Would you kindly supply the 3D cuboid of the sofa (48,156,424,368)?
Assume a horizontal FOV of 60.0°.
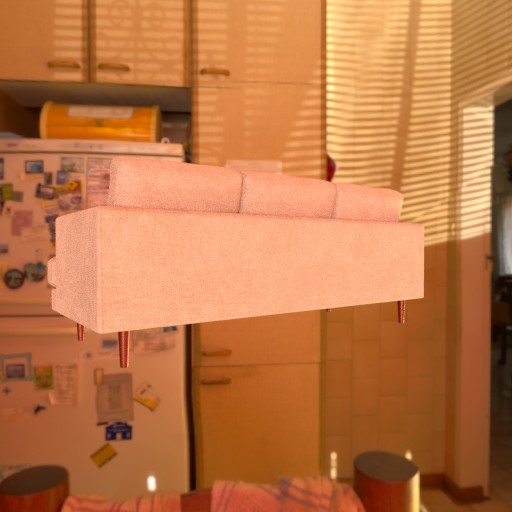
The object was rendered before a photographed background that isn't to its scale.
[{"bbox_3d":[0.000,0.000,2.765,2.246,0.930,0.903,-1,1,-36],"label":"sofa"}]
